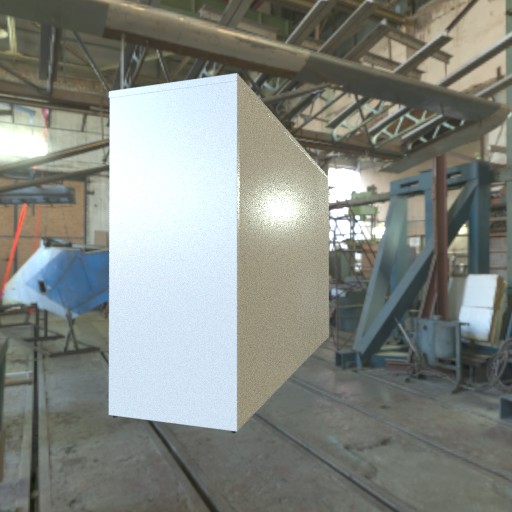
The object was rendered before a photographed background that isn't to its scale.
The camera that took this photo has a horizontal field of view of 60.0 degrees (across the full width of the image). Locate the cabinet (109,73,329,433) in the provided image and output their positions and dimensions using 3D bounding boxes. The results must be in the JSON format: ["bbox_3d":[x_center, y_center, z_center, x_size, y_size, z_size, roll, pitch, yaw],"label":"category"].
[{"bbox_3d":[0.000,0.000,1.853,0.380,0.900,1.450,0,-1,18],"label":"cabinet"}]
